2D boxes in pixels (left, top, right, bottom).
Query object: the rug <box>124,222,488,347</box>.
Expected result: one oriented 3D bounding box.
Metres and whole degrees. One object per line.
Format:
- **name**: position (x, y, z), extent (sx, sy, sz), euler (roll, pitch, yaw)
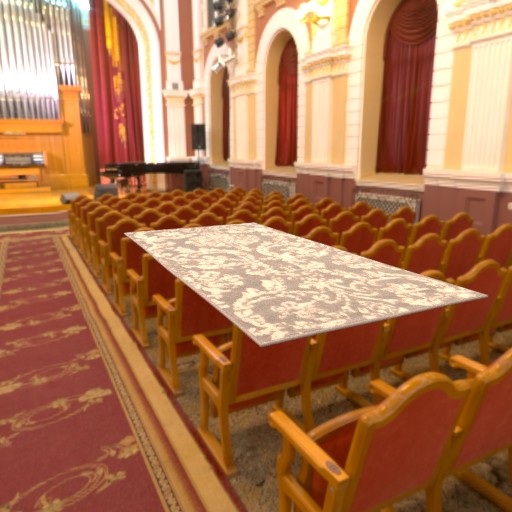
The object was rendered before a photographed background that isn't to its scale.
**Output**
- **rug**: position (0.000, 0.000, 1.435), extent (0.604, 0.007, 1.219), euler (-7, 15, -26)
